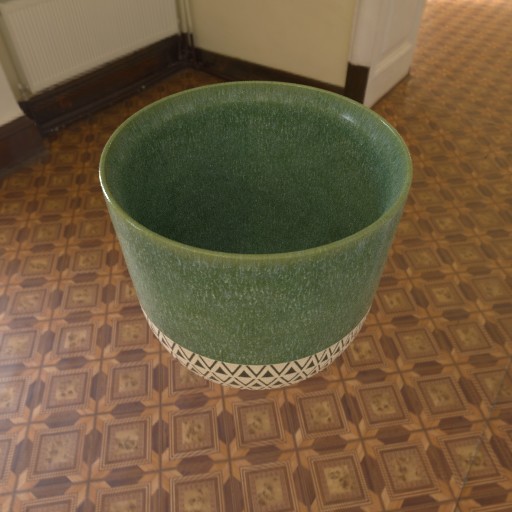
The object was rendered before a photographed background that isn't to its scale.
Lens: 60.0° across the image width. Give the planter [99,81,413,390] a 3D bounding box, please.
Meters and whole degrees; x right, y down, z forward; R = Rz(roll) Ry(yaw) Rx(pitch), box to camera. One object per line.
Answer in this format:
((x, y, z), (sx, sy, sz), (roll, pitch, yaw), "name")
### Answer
((0.000, 0.000, 0.482), (0.266, 0.270, 0.266), (0, 46, 0), "planter")
